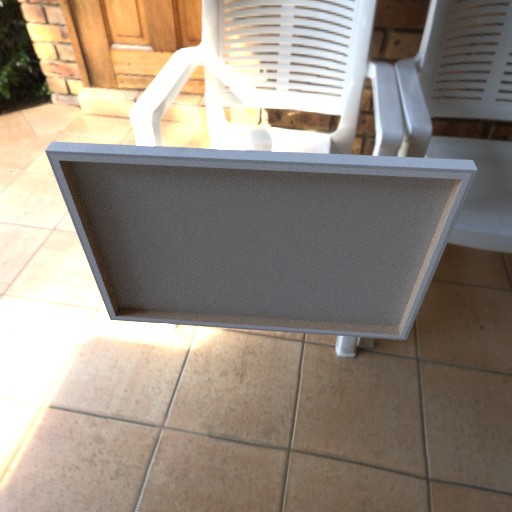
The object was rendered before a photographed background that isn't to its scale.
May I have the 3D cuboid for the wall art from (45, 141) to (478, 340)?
[{"bbox_3d":[0.000,0.000,1.164,0.915,0.610,0.038,3,45,3],"label":"wall art"}]
